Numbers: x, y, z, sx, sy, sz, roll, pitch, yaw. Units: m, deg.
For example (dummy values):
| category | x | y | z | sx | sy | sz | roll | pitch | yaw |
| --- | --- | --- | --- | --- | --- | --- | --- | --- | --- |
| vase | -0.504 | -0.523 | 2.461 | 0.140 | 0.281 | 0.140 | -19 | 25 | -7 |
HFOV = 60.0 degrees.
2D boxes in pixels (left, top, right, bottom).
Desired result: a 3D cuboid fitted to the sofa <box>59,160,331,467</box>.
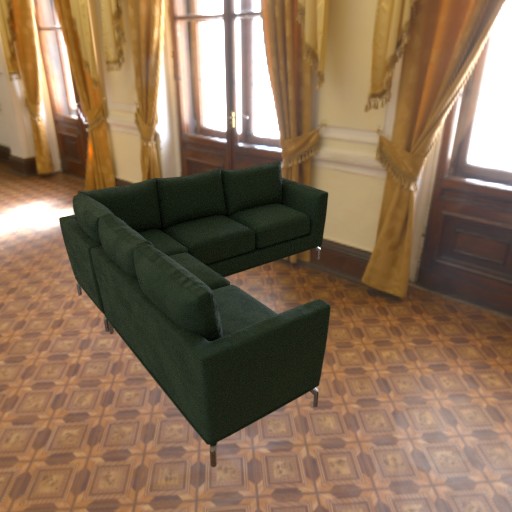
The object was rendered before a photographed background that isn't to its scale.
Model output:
| category | x | y | z | sx | sy | sz | roll | pitch | yaw |
| --- | --- | --- | --- | --- | --- | --- | --- | --- | --- |
| sofa | 0.000 | 0.000 | 3.698 | 2.452 | 1.004 | 2.468 | -17 | 29 | -33 |
